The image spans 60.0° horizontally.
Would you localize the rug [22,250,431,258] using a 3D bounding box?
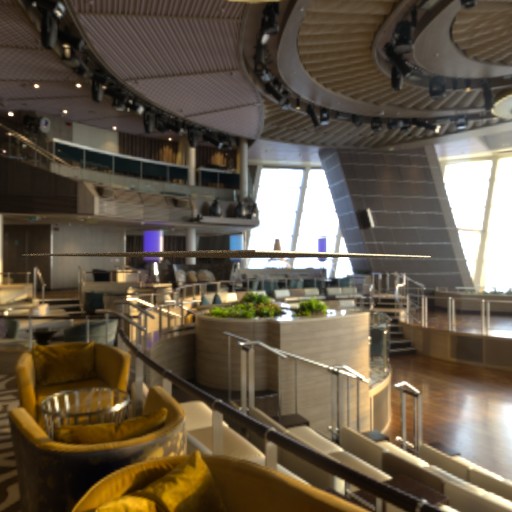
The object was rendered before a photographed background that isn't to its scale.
[{"bbox_3d":[0.000,0.000,4.372,2.438,0.013,3.353,-1,-1,36],"label":"rug"}]
